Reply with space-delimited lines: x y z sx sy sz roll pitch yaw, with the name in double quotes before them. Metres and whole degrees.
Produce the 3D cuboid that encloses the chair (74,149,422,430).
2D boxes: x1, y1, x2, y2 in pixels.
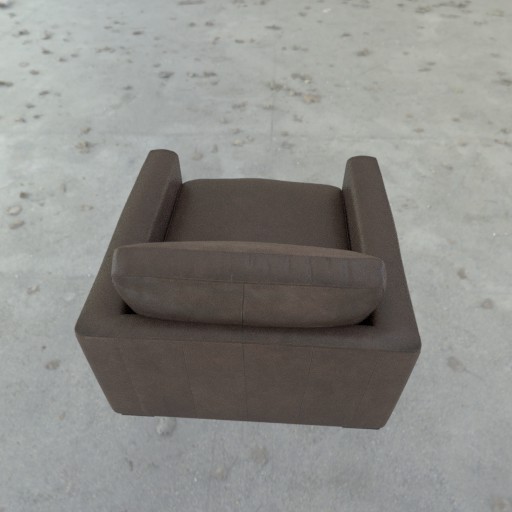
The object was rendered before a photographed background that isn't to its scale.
"chair" 0.000 0.000 1.800 1.100 0.812 1.069 2 45 2
